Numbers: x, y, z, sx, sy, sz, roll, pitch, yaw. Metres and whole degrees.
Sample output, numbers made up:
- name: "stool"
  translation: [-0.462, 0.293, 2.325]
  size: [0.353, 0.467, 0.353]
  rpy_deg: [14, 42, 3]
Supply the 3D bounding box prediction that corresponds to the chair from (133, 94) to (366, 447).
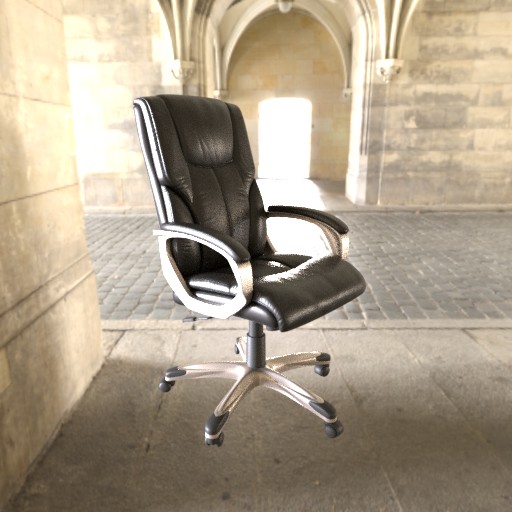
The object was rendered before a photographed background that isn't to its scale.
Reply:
- name: "chair"
  translation: [0.000, 0.000, 1.617]
  size: [0.780, 1.145, 0.700]
  rpy_deg: [13, 20, 41]
